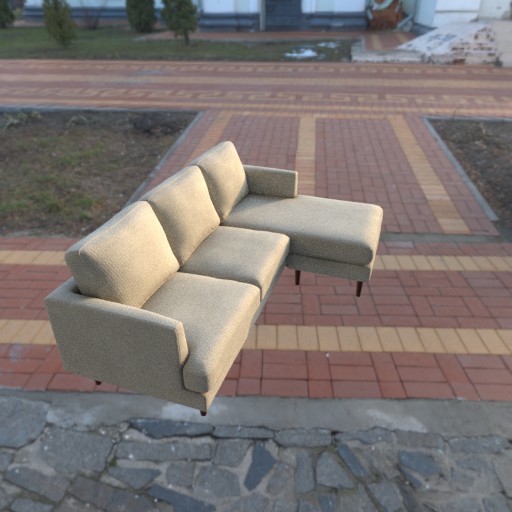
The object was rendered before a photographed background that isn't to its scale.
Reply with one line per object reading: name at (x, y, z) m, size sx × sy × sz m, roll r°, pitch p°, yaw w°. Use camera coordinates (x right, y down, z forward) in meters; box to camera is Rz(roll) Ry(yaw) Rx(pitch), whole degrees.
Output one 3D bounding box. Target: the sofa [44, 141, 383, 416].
sofa at (0.000, 0.000, 3.013) m, size 1.504 × 0.956 × 2.233 m, roll 10°, pitch 32°, yaw 16°
